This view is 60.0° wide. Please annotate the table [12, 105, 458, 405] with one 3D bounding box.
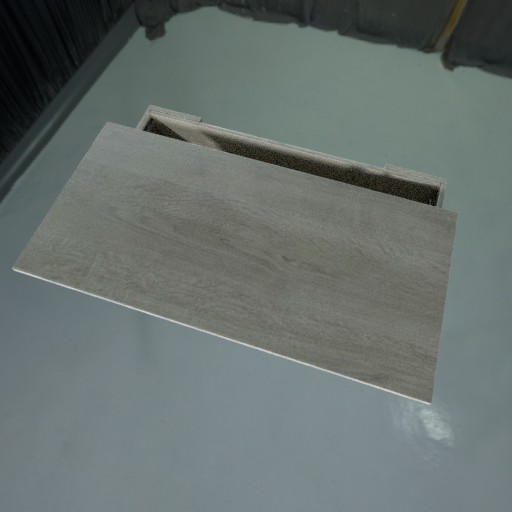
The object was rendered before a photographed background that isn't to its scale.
[{"bbox_3d":[0.000,0.000,1.399,1.000,0.570,0.711,16,64,8],"label":"table"}]
